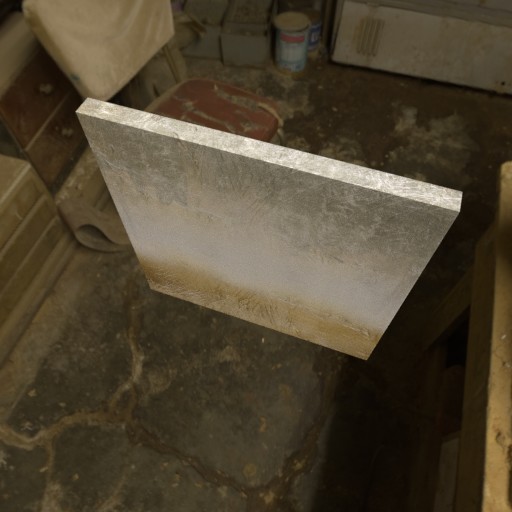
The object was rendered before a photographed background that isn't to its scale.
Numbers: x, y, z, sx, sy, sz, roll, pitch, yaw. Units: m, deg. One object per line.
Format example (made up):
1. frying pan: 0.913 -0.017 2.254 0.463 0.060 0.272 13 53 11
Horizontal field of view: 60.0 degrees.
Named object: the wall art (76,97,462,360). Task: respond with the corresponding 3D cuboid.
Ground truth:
1. wall art: 0.000 0.000 0.933 0.610 0.610 0.038 17 59 10
